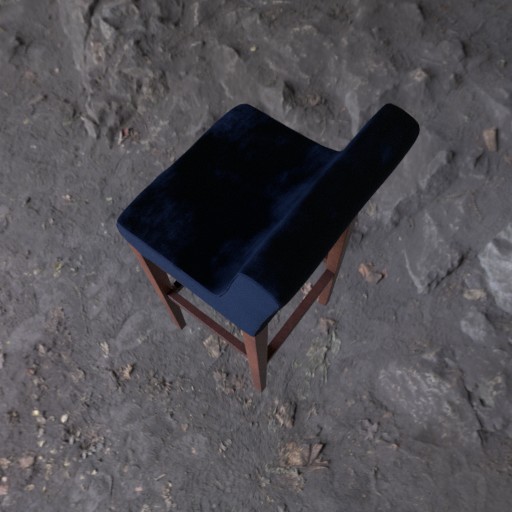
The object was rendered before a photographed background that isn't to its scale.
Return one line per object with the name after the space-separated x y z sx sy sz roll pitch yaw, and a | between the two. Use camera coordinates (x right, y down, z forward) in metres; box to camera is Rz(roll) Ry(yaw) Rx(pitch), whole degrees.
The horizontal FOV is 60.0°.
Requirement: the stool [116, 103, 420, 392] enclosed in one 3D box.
0.000 0.000 1.328 0.500 1.037 0.511 34 68 16 | stool
